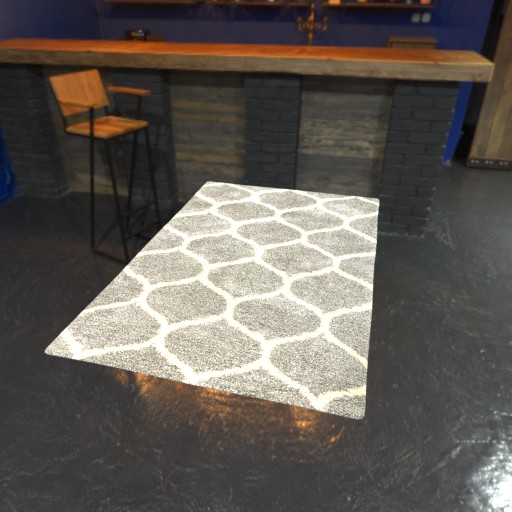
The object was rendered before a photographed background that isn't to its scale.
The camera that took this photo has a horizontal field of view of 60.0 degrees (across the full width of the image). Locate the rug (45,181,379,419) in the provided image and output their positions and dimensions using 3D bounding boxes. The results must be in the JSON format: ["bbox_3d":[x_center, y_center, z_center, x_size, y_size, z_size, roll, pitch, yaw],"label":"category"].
[{"bbox_3d":[0.000,0.000,3.453,1.801,0.026,2.701,8,32,13],"label":"rug"}]
